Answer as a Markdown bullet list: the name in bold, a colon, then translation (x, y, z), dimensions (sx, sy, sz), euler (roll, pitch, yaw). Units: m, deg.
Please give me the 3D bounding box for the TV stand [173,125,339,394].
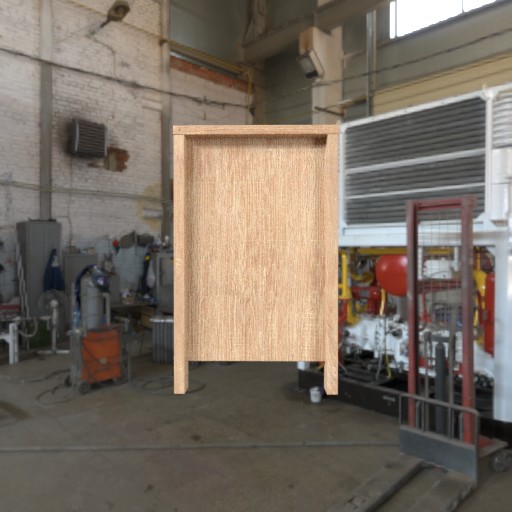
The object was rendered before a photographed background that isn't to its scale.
- **TV stand**: translation (0.000, 0.000, 1.736), dimensions (0.398, 0.610, 1.466), euler (0, 1, 1)
